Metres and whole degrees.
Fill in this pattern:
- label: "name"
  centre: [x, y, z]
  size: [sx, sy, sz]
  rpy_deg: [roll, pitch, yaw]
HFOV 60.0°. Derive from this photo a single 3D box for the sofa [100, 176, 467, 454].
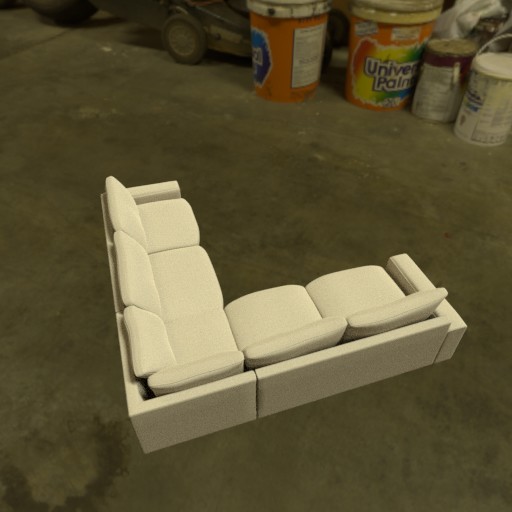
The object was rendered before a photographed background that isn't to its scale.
- label: "sofa"
  centre: [0.000, 0.000, 4.909]
  size: [3.066, 0.918, 3.206]
  rpy_deg: [-13, 45, -13]
